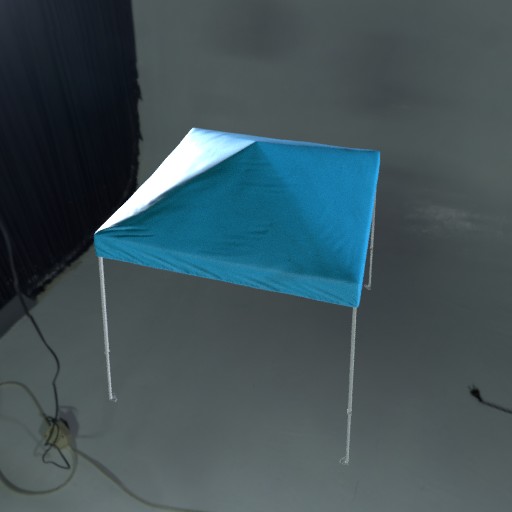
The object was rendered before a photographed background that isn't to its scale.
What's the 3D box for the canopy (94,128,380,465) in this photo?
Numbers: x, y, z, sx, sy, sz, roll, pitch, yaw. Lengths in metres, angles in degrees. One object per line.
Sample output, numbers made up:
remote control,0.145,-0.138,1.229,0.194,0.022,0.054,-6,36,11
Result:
canopy,0.000,0.000,5.139,2.849,2.849,2.848,10,41,12
